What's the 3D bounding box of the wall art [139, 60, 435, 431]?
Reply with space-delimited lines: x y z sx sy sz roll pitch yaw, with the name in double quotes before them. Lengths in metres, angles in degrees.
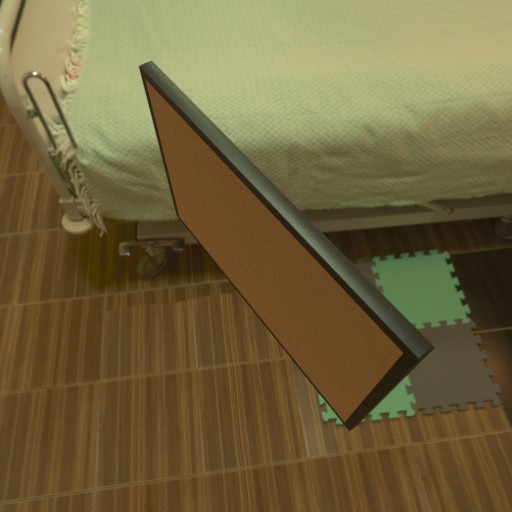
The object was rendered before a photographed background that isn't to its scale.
"wall art" 0.000 0.000 1.150 0.038 0.612 0.912 -32 64 -18
